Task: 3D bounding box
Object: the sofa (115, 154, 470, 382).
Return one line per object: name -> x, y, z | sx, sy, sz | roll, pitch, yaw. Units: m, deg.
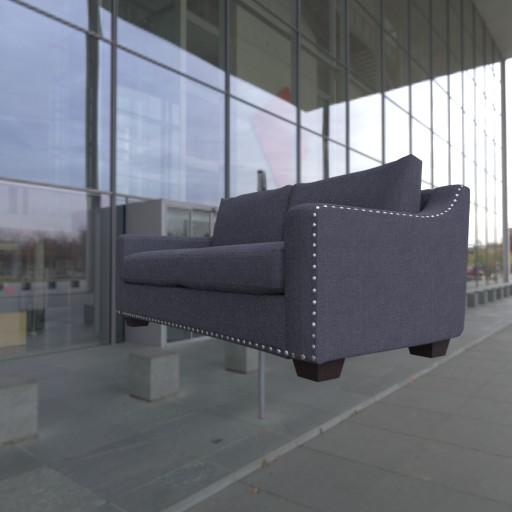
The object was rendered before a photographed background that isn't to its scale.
sofa -> 0.000, 0.000, 3.279 | 1.336, 1.196, 2.550 | 1, -2, -36
